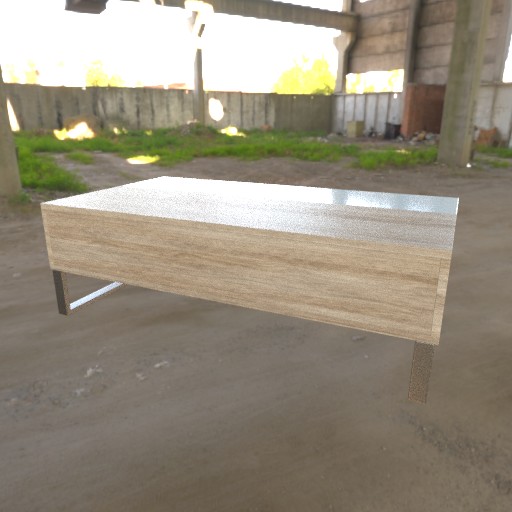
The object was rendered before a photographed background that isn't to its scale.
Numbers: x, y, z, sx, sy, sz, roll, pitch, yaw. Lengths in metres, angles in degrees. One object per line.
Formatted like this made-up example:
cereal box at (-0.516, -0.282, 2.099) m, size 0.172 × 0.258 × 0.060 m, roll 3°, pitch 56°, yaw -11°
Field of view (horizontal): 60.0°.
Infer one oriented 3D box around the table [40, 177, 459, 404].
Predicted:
table at (0.000, 0.000, 1.379) m, size 1.100 × 0.350 × 0.600 m, roll 8°, pitch 20°, yaw 23°
